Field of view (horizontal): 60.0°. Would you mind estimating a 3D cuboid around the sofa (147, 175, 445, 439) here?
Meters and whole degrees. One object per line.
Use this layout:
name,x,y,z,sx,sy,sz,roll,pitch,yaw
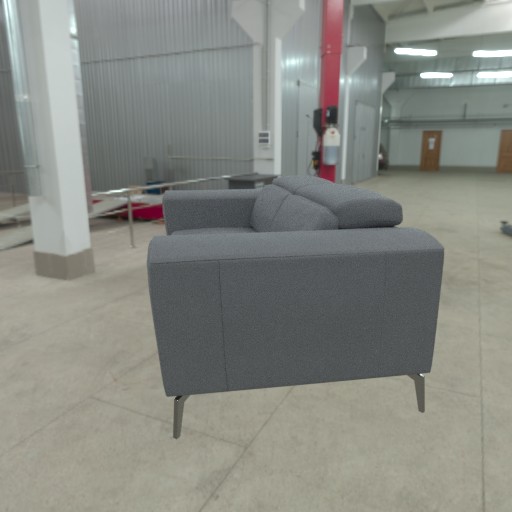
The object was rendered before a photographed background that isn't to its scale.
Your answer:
sofa,0.000,0.000,2.355,1.003,0.779,1.895,-2,15,-9
